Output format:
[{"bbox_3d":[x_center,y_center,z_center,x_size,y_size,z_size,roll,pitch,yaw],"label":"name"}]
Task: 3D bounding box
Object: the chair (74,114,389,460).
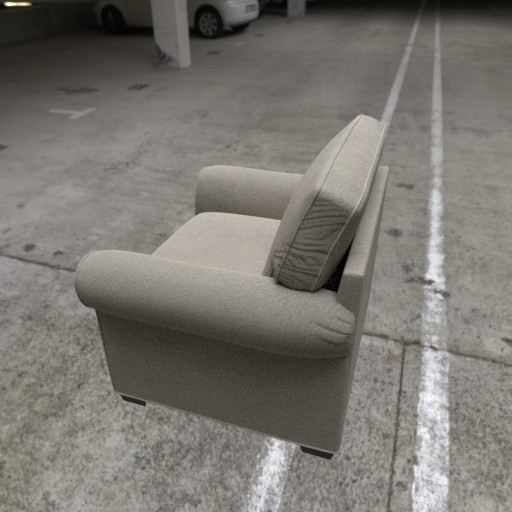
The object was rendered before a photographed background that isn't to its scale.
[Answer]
[{"bbox_3d":[0.000,0.000,1.854,0.939,1.044,1.147,10,31,16],"label":"chair"}]
